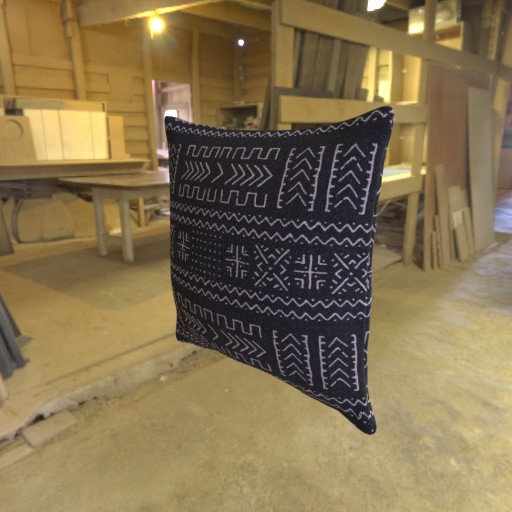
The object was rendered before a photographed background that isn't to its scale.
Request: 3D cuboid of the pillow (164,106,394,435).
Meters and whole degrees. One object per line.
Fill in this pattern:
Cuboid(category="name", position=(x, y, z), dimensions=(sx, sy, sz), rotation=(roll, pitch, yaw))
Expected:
Cuboid(category="pillow", position=(0.000, 0.000, 0.685), dimensions=(0.438, 0.430, 0.164), rotation=(14, 20, 42))
